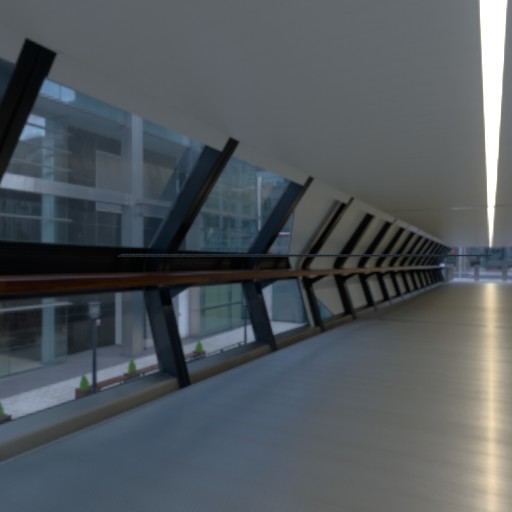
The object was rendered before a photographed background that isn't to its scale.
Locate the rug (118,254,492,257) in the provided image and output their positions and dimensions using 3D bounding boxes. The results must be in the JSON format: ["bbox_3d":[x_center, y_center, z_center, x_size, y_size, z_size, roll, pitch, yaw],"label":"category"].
[{"bbox_3d":[0.000,0.000,4.115,2.438,0.010,3.048,0,0,-18],"label":"rug"}]
